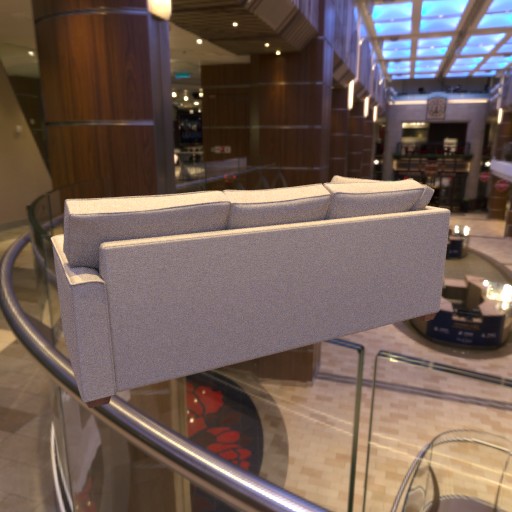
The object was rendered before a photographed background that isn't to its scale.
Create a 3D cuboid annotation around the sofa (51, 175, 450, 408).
[{"bbox_3d":[0.000,0.000,2.840,2.317,0.962,1.061,-8,17,-27],"label":"sofa"}]
